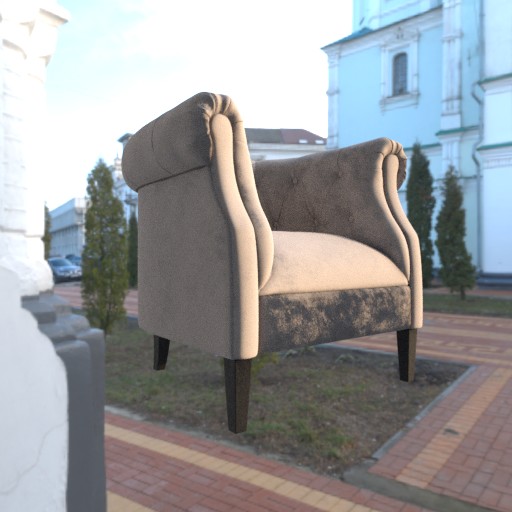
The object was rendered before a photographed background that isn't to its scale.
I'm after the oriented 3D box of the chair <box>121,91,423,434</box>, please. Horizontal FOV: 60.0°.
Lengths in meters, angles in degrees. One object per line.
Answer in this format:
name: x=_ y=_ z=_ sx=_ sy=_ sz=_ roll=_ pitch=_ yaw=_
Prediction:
chair: x=0.000 y=0.000 z=1.554 sx=0.904 sy=0.826 sz=0.851 roll=0 pitch=0 yaw=-38
